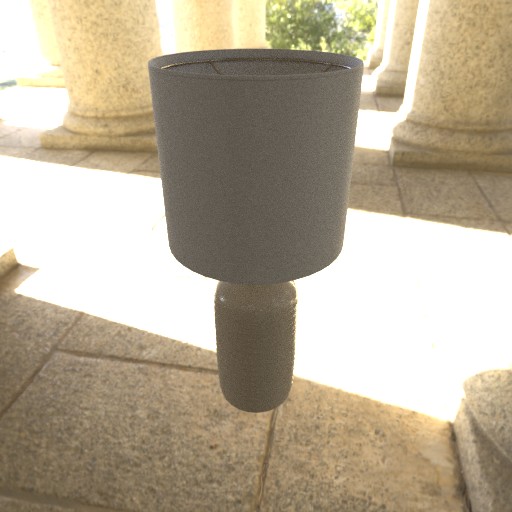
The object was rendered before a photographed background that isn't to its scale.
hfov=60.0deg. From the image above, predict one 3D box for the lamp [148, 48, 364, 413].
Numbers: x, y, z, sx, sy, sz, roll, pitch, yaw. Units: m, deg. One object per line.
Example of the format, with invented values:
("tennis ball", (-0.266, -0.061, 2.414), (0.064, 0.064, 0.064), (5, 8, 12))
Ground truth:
("lamp", (0.000, 0.000, 0.582), (0.220, 0.475, 0.220), (-10, 32, -16))
